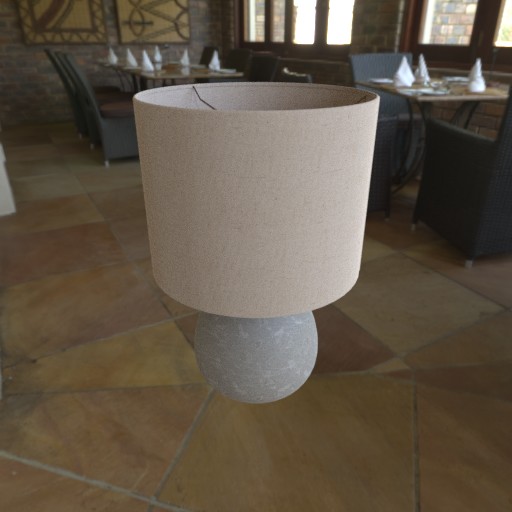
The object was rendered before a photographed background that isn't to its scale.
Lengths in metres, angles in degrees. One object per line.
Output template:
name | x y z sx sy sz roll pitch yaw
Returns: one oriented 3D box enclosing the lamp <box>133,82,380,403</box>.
lamp | 0.000 0.000 0.588 0.269 0.409 0.269 9 28 18
